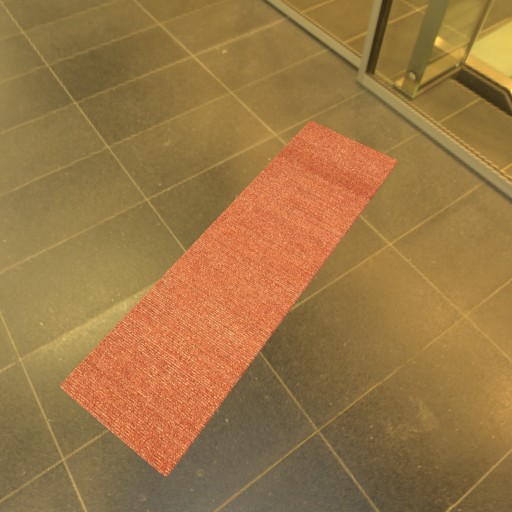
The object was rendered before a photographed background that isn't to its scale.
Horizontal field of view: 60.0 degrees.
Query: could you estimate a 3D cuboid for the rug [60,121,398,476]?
[{"bbox_3d":[0.000,0.000,2.529,0.687,0.012,2.307,31,62,18],"label":"rug"}]
